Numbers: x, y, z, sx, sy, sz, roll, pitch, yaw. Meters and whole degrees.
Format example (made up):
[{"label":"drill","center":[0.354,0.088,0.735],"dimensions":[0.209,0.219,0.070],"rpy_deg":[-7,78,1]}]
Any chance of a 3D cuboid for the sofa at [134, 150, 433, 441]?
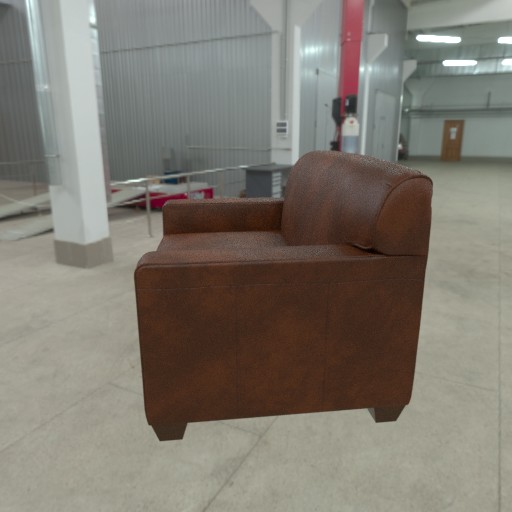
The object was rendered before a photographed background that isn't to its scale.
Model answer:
[{"label":"sofa","center":[0.000,0.000,2.091],"dimensions":[1.000,0.956,1.413],"rpy_deg":[-2,16,-7]}]
